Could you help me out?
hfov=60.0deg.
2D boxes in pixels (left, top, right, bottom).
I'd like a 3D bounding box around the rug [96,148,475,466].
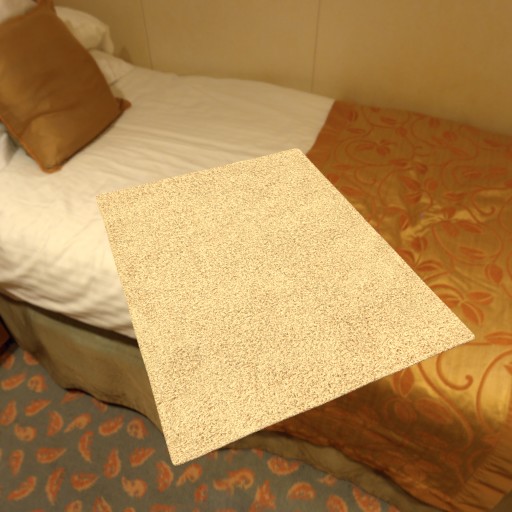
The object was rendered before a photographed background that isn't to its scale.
[{"bbox_3d":[0.000,0.000,4.110,2.438,0.029,3.047,-17,47,-16],"label":"rug"}]
